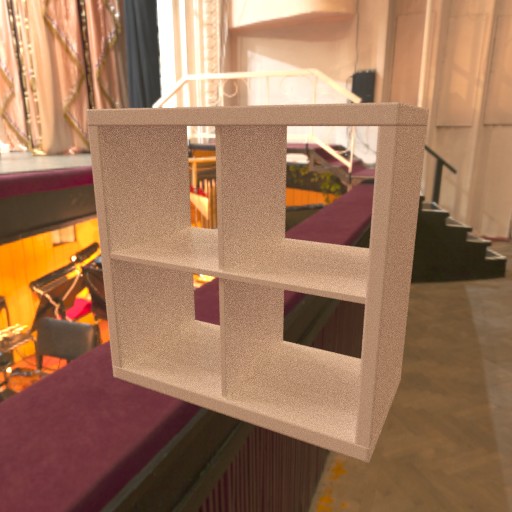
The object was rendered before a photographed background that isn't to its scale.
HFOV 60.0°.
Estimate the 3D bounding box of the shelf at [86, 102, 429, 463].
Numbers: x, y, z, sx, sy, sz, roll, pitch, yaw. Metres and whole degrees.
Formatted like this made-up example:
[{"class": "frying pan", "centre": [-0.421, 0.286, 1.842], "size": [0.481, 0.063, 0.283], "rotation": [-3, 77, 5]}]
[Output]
[{"class": "shelf", "centre": [0.000, 0.000, 1.250], "size": [0.790, 0.786, 0.390], "rotation": [8, 18, 26]}]
